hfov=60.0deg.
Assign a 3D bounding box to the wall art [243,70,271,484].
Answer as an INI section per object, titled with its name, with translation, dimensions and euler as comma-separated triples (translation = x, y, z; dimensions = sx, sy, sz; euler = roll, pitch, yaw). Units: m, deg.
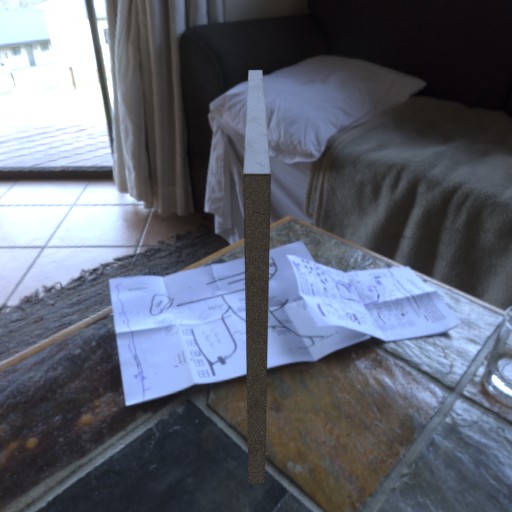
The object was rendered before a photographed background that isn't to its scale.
[wall art]
translation = 0.000, 0.000, 1.135
dimensions = 0.038, 0.757, 0.760
euler = 0, 33, 0
